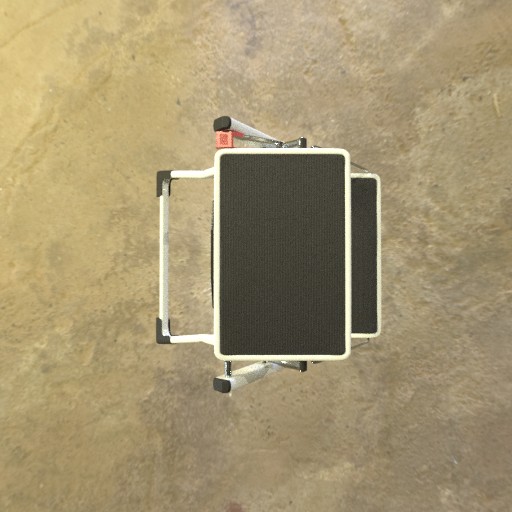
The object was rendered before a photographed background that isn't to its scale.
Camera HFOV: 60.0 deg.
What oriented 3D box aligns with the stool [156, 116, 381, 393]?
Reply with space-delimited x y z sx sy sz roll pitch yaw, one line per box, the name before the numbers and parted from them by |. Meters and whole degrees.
stool | 0.000 0.000 0.876 0.490 0.445 0.485 0 89 0
